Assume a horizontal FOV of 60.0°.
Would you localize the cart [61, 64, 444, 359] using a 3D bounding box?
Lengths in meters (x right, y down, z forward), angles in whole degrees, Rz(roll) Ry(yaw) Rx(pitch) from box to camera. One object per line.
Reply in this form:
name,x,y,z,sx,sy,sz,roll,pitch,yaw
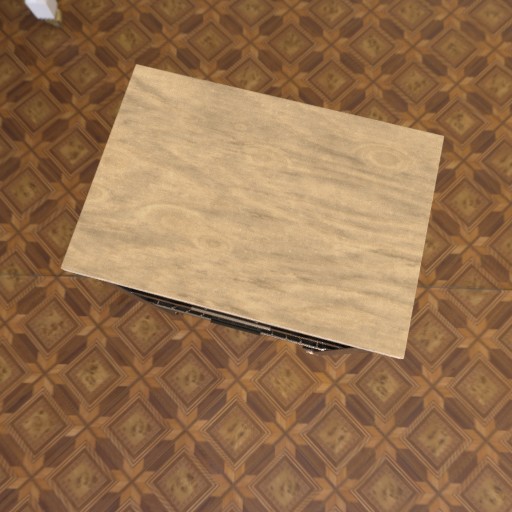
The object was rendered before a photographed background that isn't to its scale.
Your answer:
cart,0.000,0.000,1.166,0.584,0.839,0.403,14,77,3
